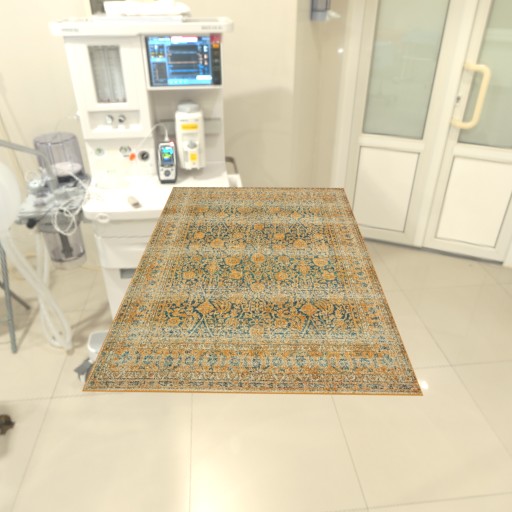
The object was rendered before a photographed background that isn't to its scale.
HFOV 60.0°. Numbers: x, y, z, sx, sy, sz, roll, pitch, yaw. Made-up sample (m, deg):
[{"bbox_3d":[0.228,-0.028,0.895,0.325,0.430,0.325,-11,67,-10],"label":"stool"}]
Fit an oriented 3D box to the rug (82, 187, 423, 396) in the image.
[{"bbox_3d":[0.000,0.000,2.974,1.525,0.007,2.336,0,32,1],"label":"rug"}]
